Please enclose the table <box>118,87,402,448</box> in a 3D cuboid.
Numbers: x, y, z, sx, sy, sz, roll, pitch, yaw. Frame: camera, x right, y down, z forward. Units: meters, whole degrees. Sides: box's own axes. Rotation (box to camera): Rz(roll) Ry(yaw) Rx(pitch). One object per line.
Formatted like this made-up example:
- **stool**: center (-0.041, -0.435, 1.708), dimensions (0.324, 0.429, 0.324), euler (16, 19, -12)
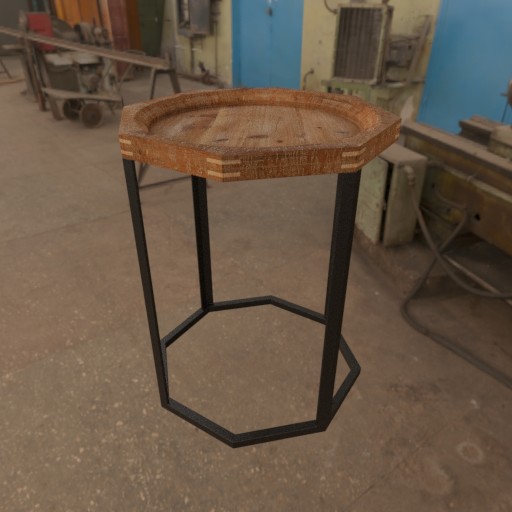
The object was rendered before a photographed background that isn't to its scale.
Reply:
- **table**: center (0.000, 0.000, 0.857), dimensions (0.458, 0.543, 0.458), euler (-19, 36, -29)
